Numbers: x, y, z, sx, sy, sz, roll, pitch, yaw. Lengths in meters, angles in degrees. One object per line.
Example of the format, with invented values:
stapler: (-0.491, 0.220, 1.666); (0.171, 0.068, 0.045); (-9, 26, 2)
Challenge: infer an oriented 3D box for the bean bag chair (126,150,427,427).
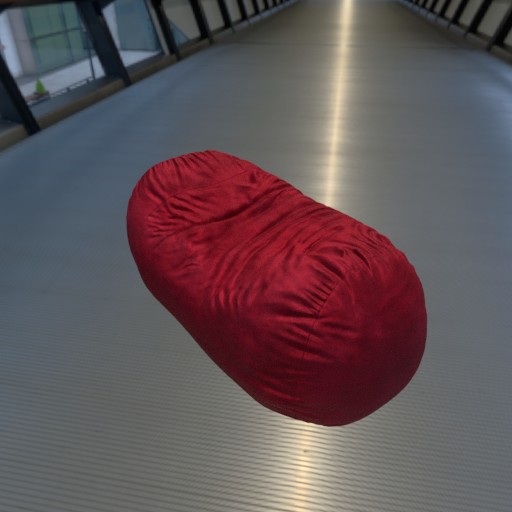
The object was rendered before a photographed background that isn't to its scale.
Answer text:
bean bag chair: (0.000, 0.000, 2.797); (1.216, 0.867, 2.293); (-21, 39, -29)
